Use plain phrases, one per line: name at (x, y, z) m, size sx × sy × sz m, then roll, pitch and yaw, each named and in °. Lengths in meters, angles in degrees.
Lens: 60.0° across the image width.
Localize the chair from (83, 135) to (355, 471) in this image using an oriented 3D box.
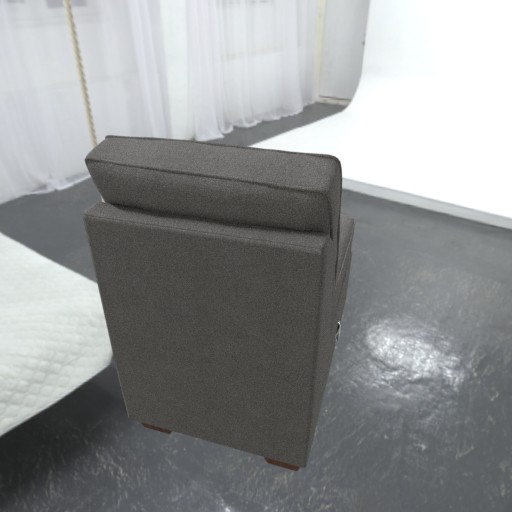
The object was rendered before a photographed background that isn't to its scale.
chair at (0.000, 0.000, 1.545) m, size 0.621 × 0.970 × 0.938 m, roll 9°, pitch 31°, yaw 15°
